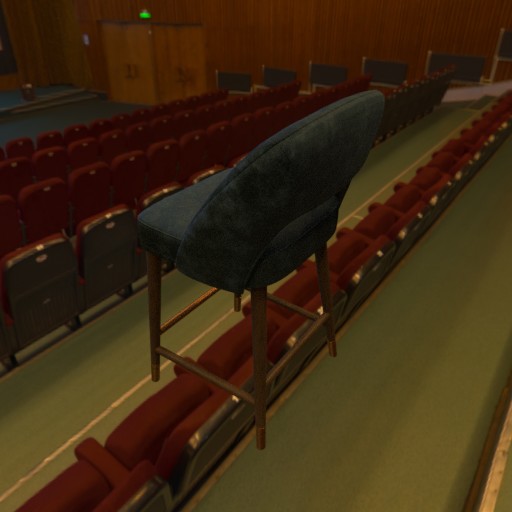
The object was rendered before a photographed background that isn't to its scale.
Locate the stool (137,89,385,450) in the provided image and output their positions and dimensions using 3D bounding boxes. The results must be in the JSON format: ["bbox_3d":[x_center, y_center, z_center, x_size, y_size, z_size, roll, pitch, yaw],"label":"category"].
[{"bbox_3d":[0.000,0.000,1.245,0.524,0.925,0.536,21,38,29],"label":"stool"}]
